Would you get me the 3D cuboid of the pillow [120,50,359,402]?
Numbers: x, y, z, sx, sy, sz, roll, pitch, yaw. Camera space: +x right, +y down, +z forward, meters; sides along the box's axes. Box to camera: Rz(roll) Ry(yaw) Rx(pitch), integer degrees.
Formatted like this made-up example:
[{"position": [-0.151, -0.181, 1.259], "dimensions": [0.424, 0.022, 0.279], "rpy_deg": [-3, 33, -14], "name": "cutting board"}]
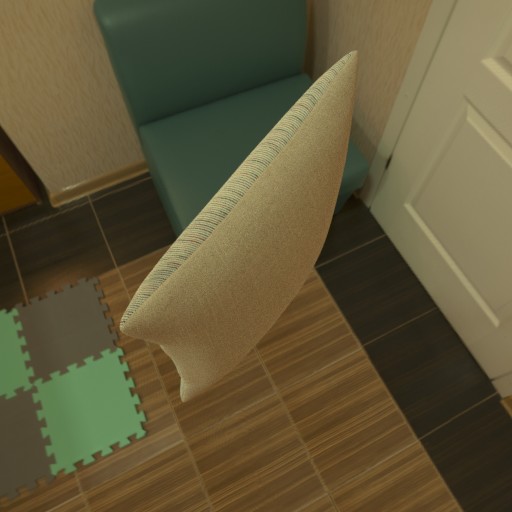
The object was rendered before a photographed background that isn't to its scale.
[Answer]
[{"position": [0.000, 0.000, 0.771], "dimensions": [0.178, 0.506, 0.512], "rpy_deg": [32, 68, 14], "name": "pillow"}]
